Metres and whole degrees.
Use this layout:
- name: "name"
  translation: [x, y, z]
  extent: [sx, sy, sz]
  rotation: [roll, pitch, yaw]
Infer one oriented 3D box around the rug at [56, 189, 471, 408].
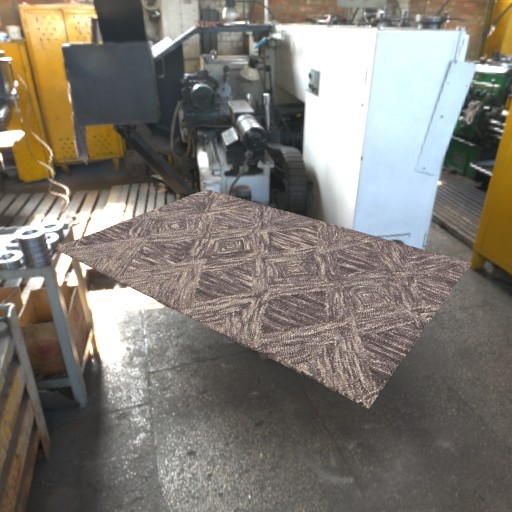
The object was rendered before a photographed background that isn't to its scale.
- name: "rug"
  translation: [0.000, 0.000, 2.292]
  extent: [1.814, 0.012, 1.186]
  rotation: [20, 34, 33]
